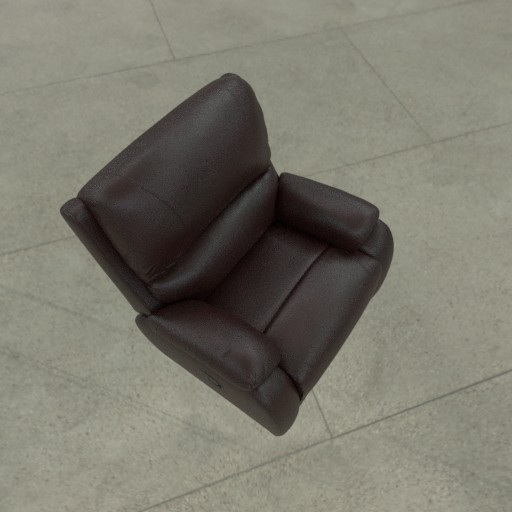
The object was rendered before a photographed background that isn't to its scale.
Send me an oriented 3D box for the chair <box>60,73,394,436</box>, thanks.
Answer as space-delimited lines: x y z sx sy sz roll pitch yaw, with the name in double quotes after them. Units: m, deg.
0.000 0.000 1.744 0.899 1.011 0.930 31 62 19 "chair"
